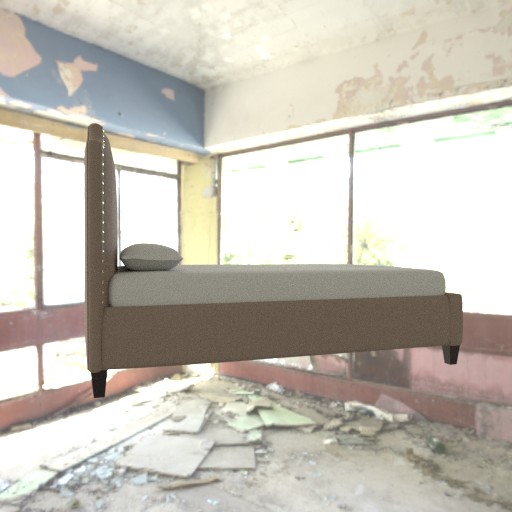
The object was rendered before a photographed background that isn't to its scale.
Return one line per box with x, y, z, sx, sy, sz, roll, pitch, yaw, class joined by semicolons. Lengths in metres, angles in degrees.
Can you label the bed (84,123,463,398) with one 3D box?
0.000;0.000;3.385;2.372;1.443;1.713;0;1;-17;bed
